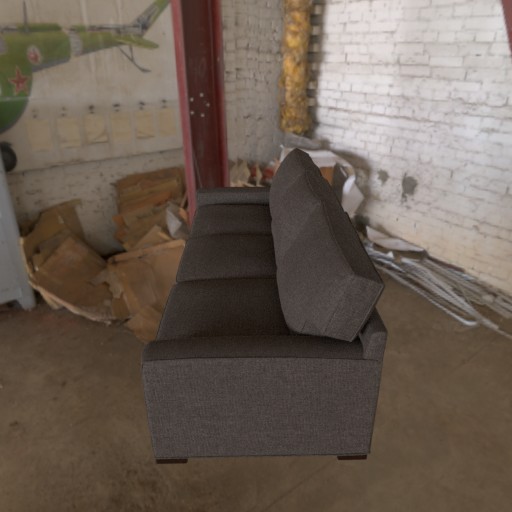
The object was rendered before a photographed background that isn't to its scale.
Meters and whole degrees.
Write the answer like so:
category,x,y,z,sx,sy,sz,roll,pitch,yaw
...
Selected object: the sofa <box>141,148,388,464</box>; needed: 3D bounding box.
category,x,y,z,sx,sy,sz,roll,pitch,yaw
sofa,0.000,0.000,2.881,1.004,0.978,2.369,-1,26,-1
